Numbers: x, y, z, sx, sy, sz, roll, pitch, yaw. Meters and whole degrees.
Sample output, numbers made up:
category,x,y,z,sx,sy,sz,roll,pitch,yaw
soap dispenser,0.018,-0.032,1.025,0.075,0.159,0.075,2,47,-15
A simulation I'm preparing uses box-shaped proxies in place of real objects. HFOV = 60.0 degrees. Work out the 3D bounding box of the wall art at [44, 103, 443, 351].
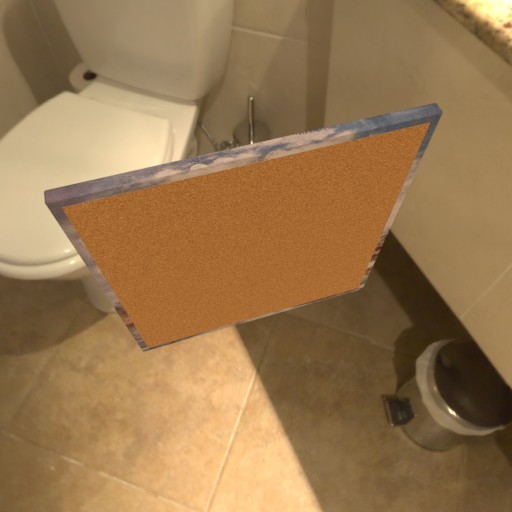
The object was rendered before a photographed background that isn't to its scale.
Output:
category,x,y,z,sx,sy,sz,roll,pitch,yaw
wall art,0.000,0.000,1.338,0.888,0.897,0.035,-15,60,-9
